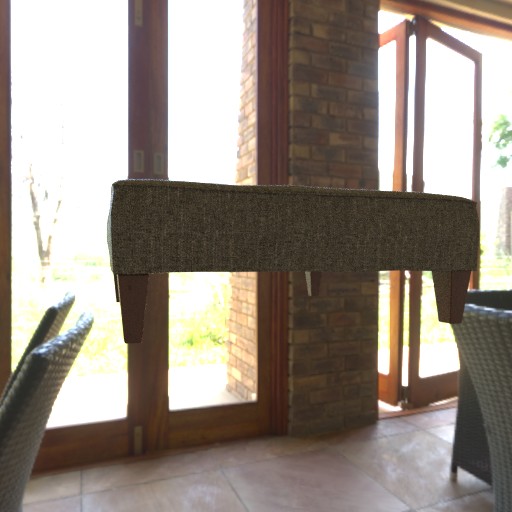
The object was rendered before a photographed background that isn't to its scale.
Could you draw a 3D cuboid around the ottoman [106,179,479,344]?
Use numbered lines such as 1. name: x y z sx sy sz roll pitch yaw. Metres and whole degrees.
1. ottoman: 0.000 0.000 1.533 0.981 0.379 1.016 0 0 -19
